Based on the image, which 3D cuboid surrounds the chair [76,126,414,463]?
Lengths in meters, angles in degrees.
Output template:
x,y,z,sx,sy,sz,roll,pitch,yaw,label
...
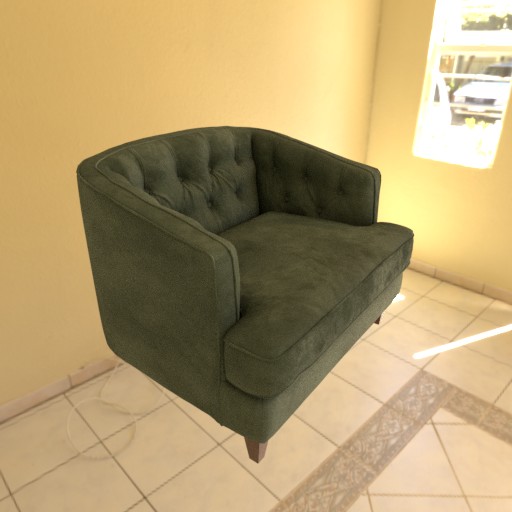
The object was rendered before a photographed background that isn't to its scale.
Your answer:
x,y,z,sx,sy,sz,roll,pitch,yaw,label
0.000,0.000,1.745,0.941,0.852,1.104,18,31,33,chair
